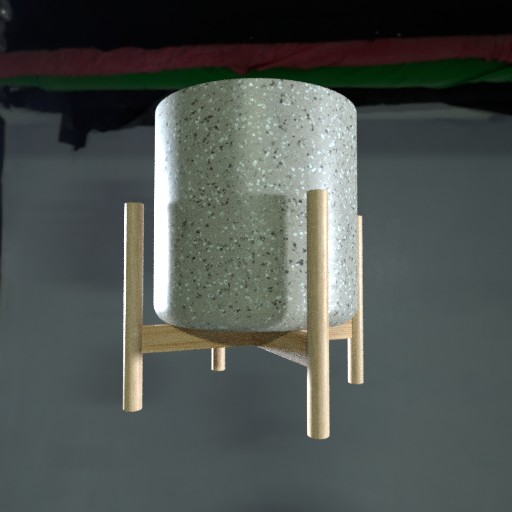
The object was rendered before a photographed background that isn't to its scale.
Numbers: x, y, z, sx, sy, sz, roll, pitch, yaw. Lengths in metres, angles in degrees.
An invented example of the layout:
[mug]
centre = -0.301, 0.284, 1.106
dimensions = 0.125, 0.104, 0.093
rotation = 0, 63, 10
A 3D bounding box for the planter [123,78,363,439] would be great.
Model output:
[planter]
centre = 0.000, 0.000, 0.678
dimensions = 0.360, 0.419, 0.360
rotation = 0, -2, 0
